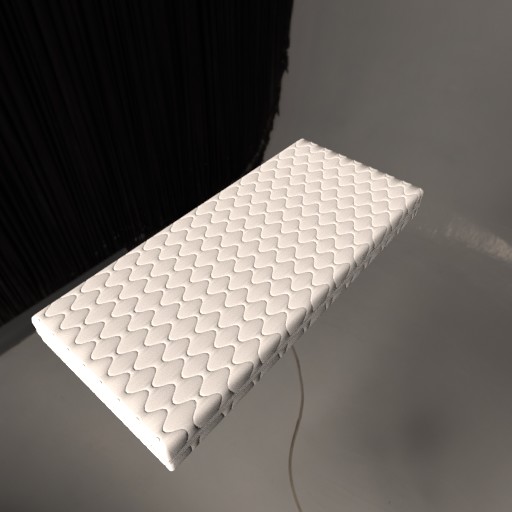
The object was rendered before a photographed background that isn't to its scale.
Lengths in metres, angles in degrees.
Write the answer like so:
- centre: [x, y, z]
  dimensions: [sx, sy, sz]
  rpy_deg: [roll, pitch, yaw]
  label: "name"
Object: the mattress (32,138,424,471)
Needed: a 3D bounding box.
- centre: [0.000, 0.000, 2.320]
  dimensions: [0.900, 0.200, 2.000]
  rpy_deg: [31, 53, 27]
  label: "mattress"
